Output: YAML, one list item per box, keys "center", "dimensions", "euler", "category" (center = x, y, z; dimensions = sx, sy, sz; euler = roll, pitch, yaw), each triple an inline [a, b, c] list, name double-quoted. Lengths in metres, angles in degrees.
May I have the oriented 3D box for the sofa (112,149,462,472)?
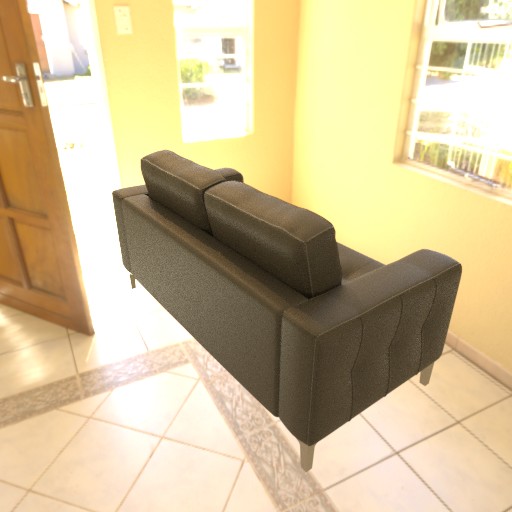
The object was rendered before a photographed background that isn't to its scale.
- center: [0.000, 0.000, 2.229]
  dimensions: [0.833, 0.892, 1.726]
  euler: [-19, 33, -32]
  category: "sofa"
